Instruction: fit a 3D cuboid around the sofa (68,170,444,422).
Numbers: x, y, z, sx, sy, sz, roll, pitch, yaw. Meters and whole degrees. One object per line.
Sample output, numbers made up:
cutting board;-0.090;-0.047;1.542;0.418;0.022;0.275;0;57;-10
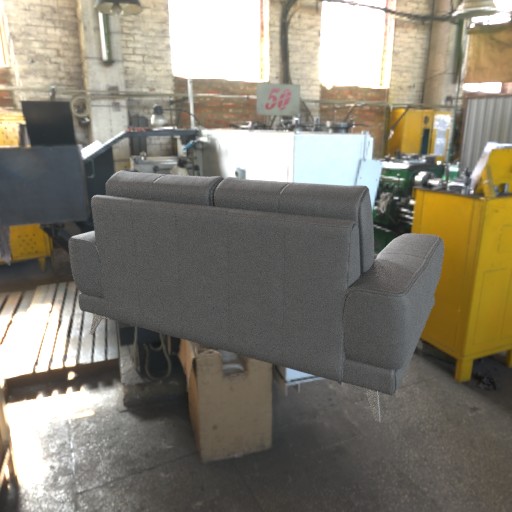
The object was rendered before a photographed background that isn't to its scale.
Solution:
sofa;0.000;0.000;2.399;1.806;0.907;1.018;9;19;27
